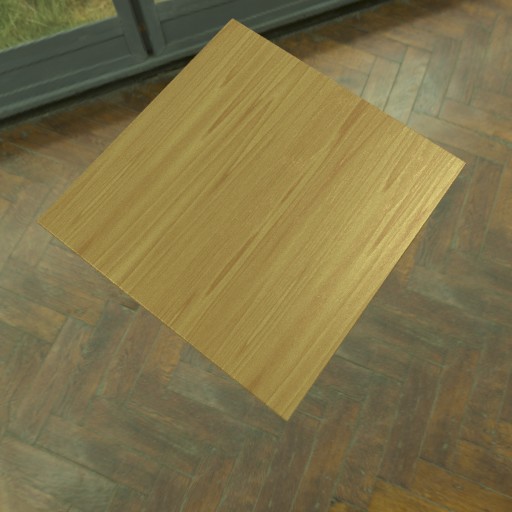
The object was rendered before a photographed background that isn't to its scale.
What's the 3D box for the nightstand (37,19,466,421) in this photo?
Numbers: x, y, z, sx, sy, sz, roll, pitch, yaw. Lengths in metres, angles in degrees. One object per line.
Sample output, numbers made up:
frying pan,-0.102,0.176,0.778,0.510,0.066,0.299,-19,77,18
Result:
nightstand,0.000,0.000,0.900,0.418,0.614,0.428,36,77,10
